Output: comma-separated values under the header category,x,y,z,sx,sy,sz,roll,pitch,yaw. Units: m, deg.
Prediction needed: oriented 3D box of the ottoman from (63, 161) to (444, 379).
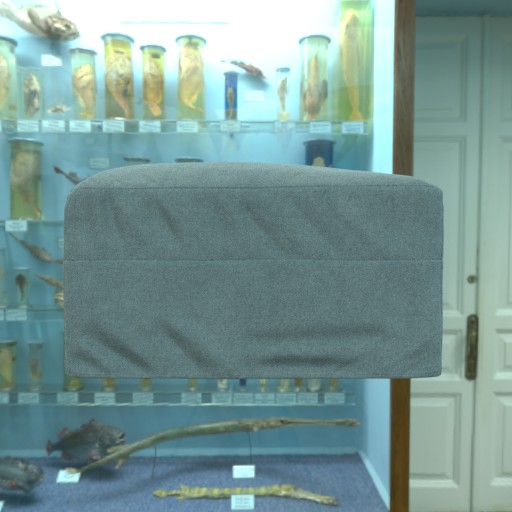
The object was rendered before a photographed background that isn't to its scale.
category,x,y,z,sx,sy,sz,roll,pitch,yaw
ottoman,0.000,0.000,1.229,0.837,0.481,0.683,0,2,1
